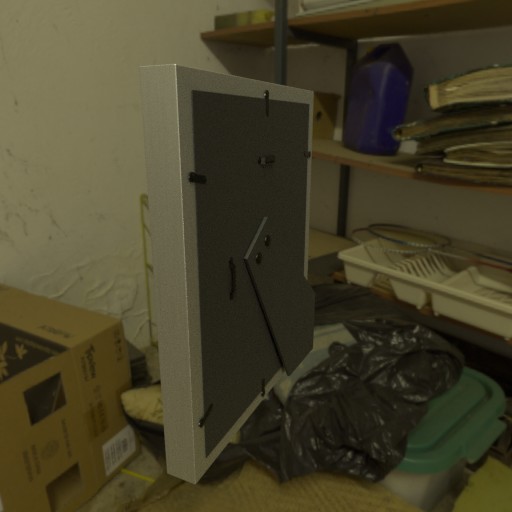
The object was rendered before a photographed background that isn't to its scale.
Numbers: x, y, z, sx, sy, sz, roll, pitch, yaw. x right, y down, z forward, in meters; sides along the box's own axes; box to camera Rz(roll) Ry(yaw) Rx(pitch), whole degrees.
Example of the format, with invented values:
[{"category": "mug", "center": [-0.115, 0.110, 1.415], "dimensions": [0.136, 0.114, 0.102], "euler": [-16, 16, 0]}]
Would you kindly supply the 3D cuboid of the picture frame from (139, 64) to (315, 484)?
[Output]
[{"category": "picture frame", "center": [0.000, 0.000, 0.385], "dimensions": [0.036, 0.282, 0.233], "euler": [8, 18, 25]}]
